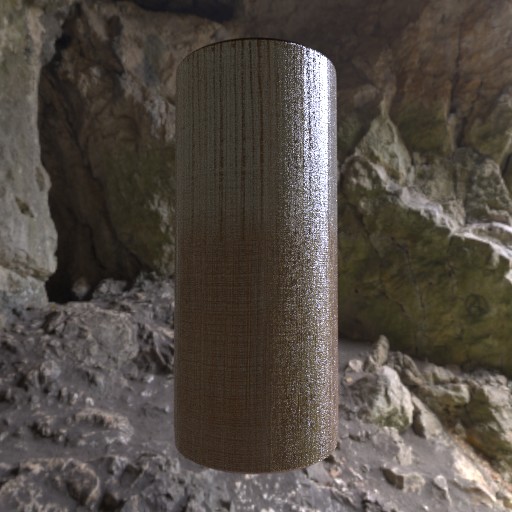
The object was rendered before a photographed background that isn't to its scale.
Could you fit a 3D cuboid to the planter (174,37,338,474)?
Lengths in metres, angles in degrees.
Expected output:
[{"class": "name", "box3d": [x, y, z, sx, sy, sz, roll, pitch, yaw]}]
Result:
[{"class": "planter", "box3d": [0.000, 0.000, 0.277, 0.100, 0.227, 0.100, -1, -2, 19]}]
